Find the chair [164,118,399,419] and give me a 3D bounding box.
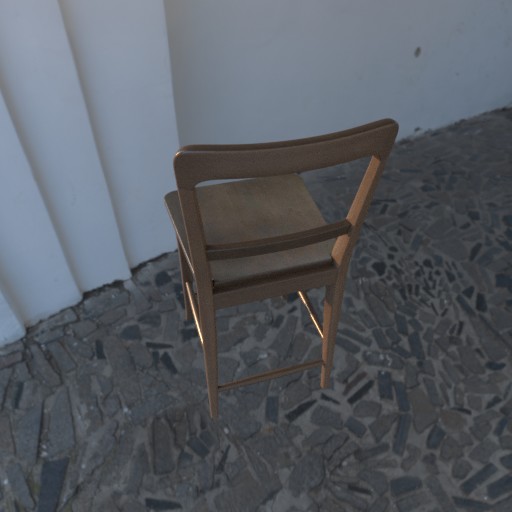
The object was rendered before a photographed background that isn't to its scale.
[{"bbox_3d":[0.000,0.000,1.298,0.450,0.991,0.546,-11,42,-12],"label":"chair"}]
